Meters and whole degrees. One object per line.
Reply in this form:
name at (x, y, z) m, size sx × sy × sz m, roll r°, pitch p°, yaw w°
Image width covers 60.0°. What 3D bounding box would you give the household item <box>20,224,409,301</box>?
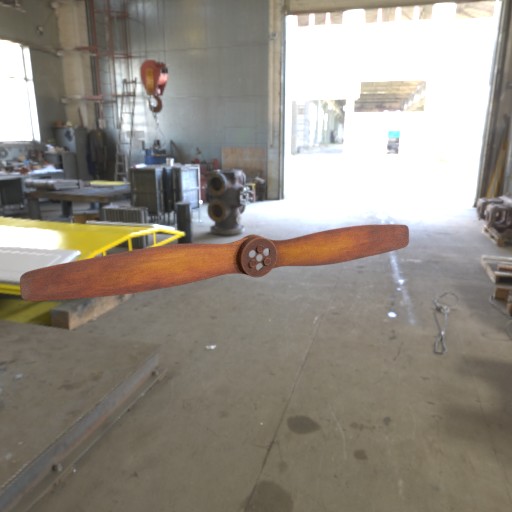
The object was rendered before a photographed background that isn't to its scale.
household item at (0.000, 0.000, 1.247) m, size 1.181 × 0.121 × 0.051 m, roll -8°, pitch 17°, yaw -27°
